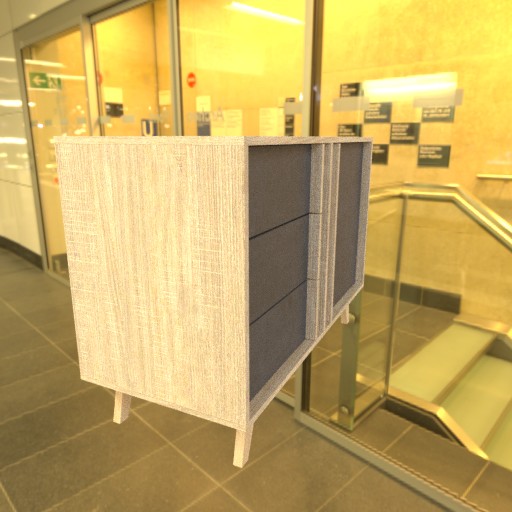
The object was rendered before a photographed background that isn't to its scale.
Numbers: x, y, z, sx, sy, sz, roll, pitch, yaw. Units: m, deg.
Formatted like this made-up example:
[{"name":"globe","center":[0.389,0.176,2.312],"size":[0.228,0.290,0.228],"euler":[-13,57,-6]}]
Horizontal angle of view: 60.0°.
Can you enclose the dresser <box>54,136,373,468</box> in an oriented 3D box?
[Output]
[{"name":"dresser","center":[0.000,0.000,1.502],"size":[0.500,0.780,1.110],"euler":[7,17,25]}]
